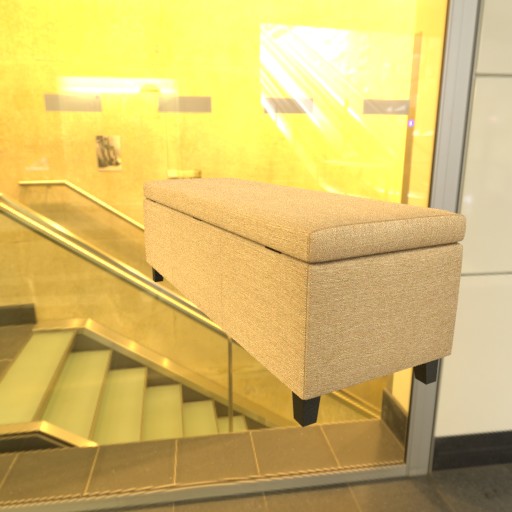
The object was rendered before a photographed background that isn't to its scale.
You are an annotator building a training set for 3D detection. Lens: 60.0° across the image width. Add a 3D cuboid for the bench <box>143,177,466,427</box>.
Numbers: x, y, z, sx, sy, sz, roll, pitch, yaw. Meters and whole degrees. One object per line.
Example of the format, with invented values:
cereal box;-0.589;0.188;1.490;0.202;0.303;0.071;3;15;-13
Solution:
bench;0.000;0.000;1.486;0.446;0.438;1.269;-7;16;-27
